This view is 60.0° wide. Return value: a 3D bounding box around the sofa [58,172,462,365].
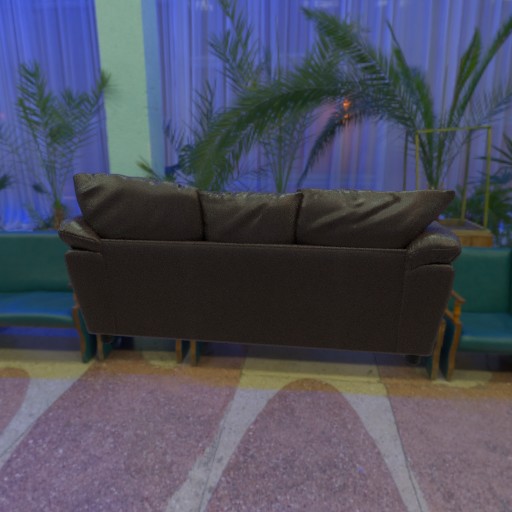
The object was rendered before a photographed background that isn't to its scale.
[{"bbox_3d":[0.000,0.000,2.896,2.390,1.091,0.907,2,15,8],"label":"sofa"}]
